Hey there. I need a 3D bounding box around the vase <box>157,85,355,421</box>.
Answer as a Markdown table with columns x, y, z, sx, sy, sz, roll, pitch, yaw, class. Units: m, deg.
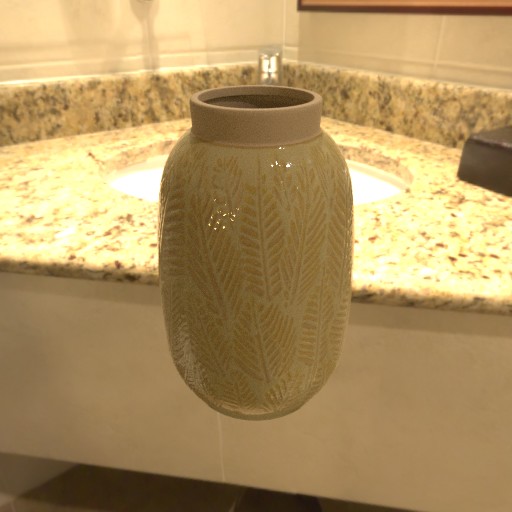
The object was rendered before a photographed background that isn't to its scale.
| x | y | z | sx | sy | sz | roll | pitch | yaw | class |
| --- | --- | --- | --- | --- | --- | --- | --- | --- | --- |
| 0.000 | 0.000 | 0.391 | 0.172 | 0.270 | 0.172 | 0 | 30 | 0 | vase |
